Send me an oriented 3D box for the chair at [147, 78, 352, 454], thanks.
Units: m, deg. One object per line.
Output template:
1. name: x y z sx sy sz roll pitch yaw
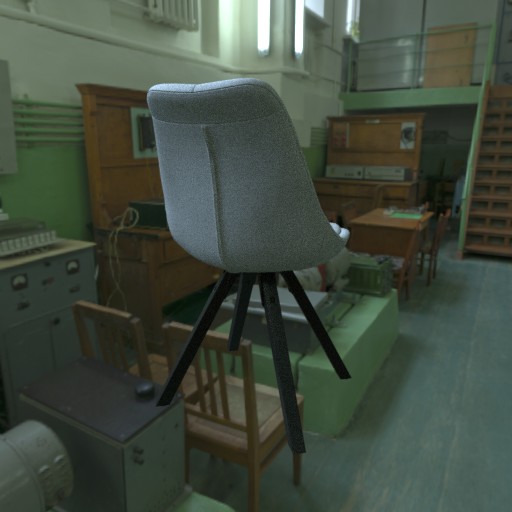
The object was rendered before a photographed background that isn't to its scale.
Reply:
1. chair: 0.000 0.000 1.221 0.485 0.850 0.550 7 16 26
